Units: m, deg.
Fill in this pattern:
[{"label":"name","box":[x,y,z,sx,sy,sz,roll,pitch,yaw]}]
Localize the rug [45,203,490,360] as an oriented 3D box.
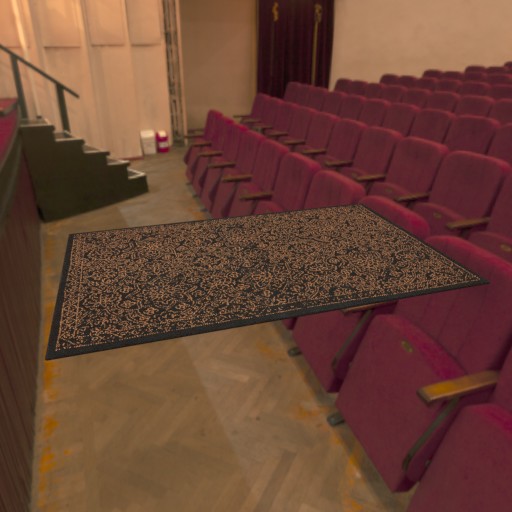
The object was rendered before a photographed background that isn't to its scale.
[{"label":"rug","box":[0.000,0.000,2.959,2.441,0.015,1.526,-7,26,-15]}]
